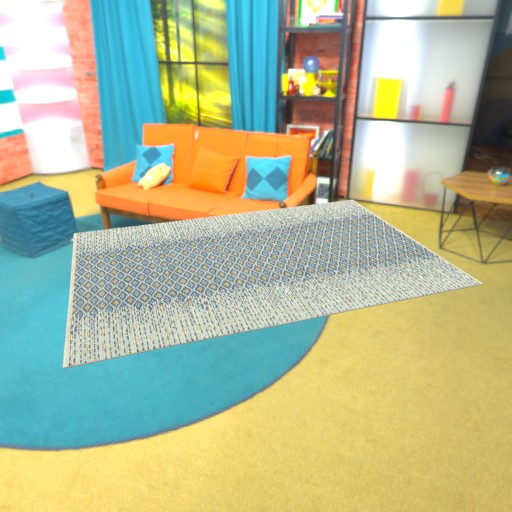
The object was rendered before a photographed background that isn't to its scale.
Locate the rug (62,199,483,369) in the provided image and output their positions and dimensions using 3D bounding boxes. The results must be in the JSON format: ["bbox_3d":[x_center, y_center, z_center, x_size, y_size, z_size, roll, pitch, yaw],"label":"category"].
[{"bbox_3d":[0.000,0.000,2.319,1.828,0.005,1.219,-9,28,-16],"label":"rug"}]
